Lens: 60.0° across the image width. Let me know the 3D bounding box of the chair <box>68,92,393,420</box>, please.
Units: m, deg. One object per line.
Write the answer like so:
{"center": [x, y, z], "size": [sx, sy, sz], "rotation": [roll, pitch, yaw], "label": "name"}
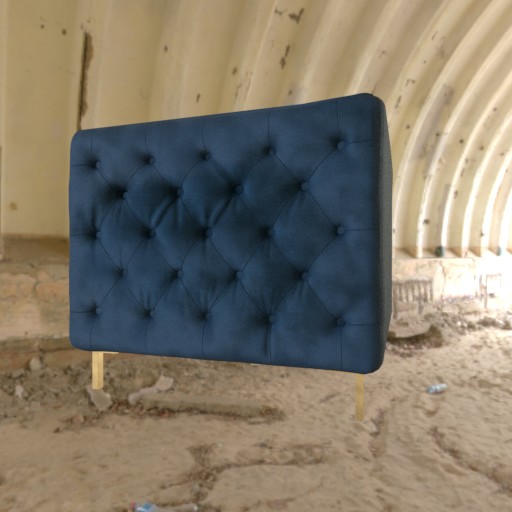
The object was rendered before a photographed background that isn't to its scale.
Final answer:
{"center": [0.000, 0.000, 1.511], "size": [0.877, 0.771, 0.868], "rotation": [0, 0, 18], "label": "chair"}
